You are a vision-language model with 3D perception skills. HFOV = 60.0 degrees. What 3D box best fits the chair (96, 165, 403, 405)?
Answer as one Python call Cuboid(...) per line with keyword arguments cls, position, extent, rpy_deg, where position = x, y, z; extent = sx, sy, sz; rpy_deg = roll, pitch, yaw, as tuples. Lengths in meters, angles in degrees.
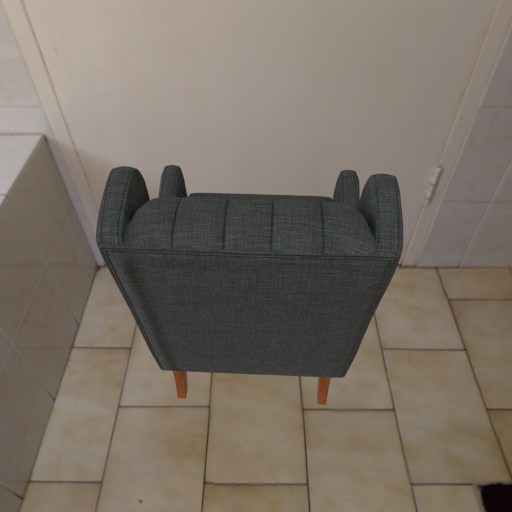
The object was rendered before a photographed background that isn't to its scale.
Cuboid(cls="chair", position=(0.000, 0.000, 1.464), extent=(0.711, 0.953, 0.775), rpy_deg=(2, 48, 2))
